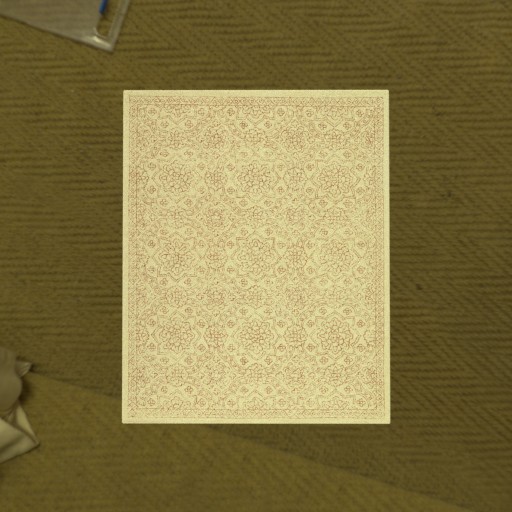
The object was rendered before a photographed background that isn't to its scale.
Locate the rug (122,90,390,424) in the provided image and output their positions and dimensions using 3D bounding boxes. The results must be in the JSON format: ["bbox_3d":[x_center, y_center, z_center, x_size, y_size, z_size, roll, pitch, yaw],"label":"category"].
[{"bbox_3d":[0.000,0.000,4.057,2.441,0.015,3.050,0,89,0],"label":"rug"}]
